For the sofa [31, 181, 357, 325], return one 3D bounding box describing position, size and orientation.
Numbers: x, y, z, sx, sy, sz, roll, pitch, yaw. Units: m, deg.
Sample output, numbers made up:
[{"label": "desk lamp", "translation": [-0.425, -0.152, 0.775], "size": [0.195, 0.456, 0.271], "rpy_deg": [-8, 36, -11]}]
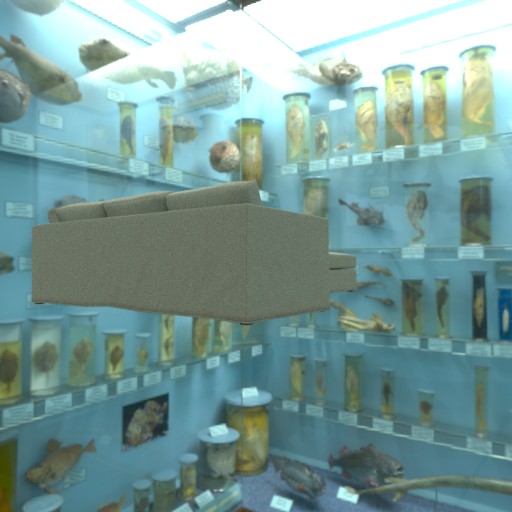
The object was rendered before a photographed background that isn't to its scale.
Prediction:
[{"label": "sofa", "translation": [0.000, 0.000, 4.599], "size": [2.427, 0.882, 3.460], "rpy_deg": [-1, -1, 36]}]
